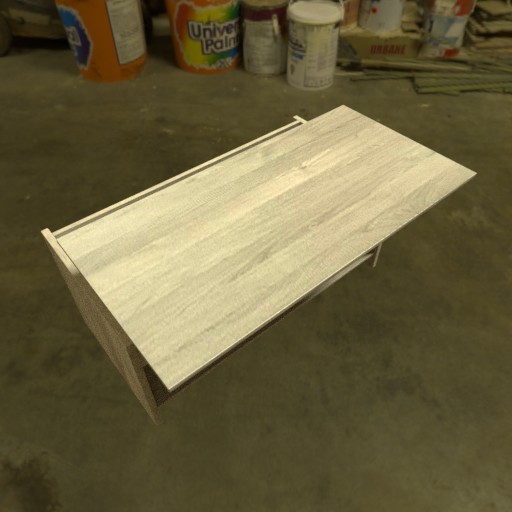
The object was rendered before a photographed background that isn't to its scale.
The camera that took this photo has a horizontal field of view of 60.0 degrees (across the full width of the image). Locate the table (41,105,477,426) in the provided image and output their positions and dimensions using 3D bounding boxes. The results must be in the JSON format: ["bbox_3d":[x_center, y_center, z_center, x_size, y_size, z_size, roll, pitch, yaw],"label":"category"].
[{"bbox_3d":[0.000,0.000,1.402,1.000,0.570,0.712,-31,54,-26],"label":"table"}]
